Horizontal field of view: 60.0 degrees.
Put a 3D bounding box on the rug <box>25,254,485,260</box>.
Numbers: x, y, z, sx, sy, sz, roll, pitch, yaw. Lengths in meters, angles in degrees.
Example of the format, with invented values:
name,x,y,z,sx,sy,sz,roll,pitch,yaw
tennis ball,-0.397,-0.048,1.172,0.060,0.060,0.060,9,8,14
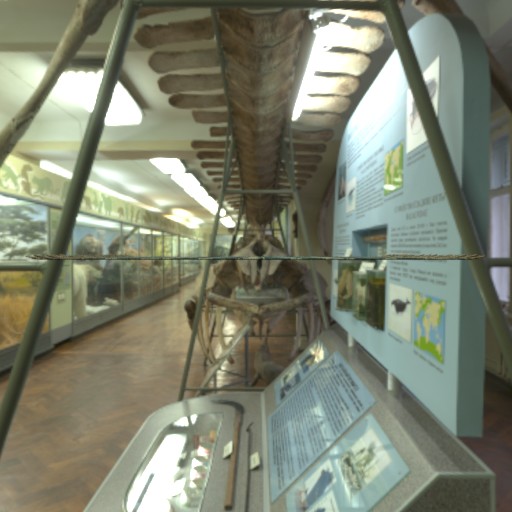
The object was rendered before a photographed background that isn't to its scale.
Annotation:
name,x,y,z,sx,sy,sz,roll,pitch,yaw
rug,0.000,0.000,4.344,3.307,0.047,2.418,0,0,1
